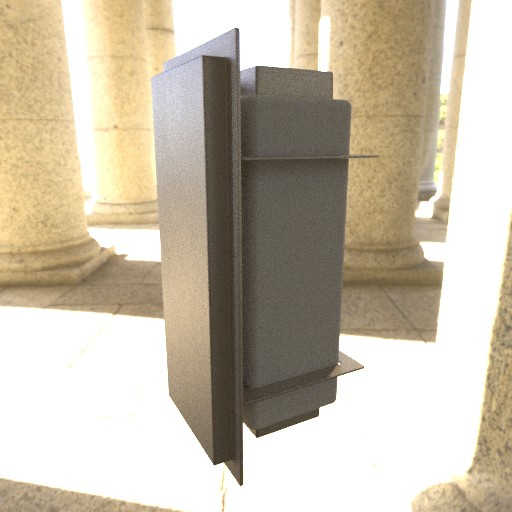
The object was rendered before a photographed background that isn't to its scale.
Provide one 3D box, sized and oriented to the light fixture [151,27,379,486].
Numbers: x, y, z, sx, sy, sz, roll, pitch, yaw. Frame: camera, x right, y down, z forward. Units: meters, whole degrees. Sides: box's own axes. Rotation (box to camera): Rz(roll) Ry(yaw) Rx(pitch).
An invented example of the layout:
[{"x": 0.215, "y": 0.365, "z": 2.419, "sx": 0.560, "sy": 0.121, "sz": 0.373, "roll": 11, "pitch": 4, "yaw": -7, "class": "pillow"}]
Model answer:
[{"x": 0.000, "y": 0.000, "z": 0.454, "sx": 0.160, "sy": 0.380, "sz": 0.168, "roll": -8, "pitch": 16, "yaw": -28, "class": "light fixture"}]
